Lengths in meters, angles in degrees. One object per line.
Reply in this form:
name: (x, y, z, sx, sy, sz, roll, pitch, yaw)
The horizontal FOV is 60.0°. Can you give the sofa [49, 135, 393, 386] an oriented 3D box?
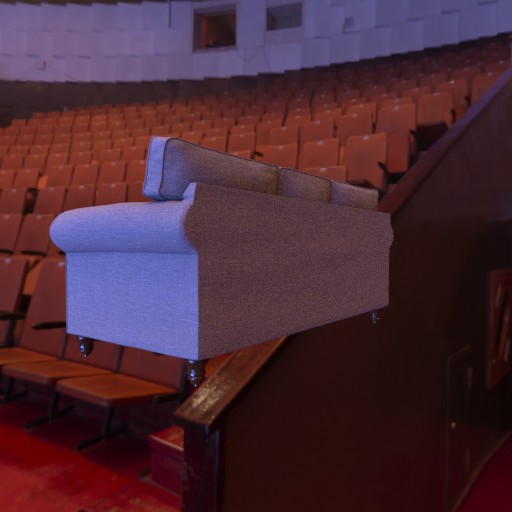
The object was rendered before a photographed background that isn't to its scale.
sofa: (0.000, 0.000, 2.630, 0.916, 0.961, 2.084, 1, 2, 37)
